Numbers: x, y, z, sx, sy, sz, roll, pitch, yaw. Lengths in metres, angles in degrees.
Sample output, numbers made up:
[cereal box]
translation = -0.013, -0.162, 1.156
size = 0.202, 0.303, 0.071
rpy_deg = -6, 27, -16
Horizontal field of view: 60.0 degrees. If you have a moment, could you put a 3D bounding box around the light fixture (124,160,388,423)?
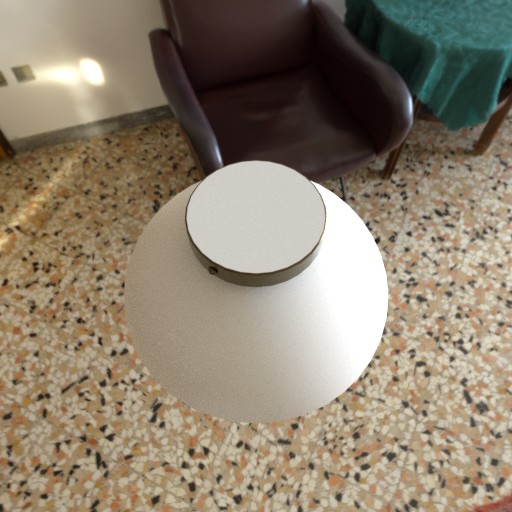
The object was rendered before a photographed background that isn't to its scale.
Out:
[light fixture]
translation = 0.000, 0.000, 0.539
size = 0.355, 0.177, 0.355
rpy_deg = 0, 59, 0
